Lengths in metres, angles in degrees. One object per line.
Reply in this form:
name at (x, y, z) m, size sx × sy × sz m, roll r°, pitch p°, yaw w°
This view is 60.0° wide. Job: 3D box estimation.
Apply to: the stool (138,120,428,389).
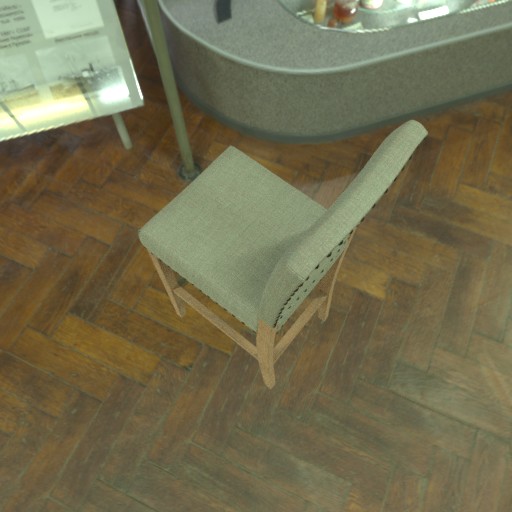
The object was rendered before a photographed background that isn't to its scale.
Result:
stool at (0.000, 0.000, 1.439) m, size 0.585 × 1.203 × 0.445 m, roll 36°, pitch 69°, yaw 17°
